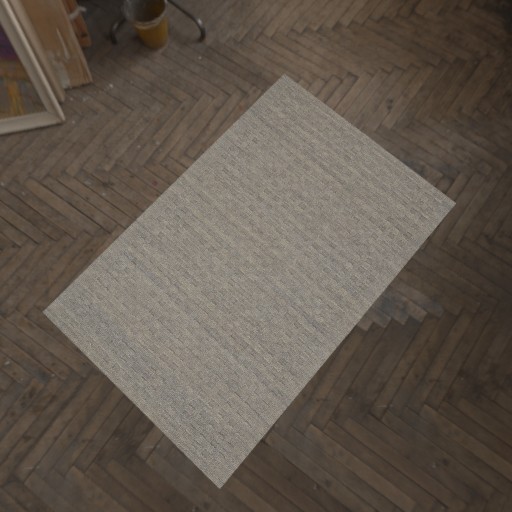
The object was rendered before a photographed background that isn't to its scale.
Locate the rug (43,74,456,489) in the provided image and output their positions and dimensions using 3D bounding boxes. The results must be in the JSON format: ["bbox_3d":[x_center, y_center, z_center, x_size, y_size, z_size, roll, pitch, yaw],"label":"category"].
[{"bbox_3d":[0.000,0.000,2.167,1.142,0.006,1.752,41,79,10],"label":"rug"}]
